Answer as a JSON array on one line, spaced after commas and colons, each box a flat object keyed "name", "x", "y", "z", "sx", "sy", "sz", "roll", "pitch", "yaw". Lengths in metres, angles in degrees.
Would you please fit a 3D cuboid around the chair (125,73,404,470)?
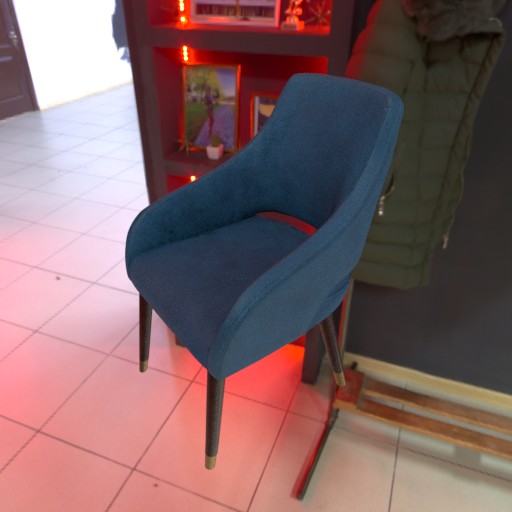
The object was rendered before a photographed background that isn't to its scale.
[{"name": "chair", "x": 0.000, "y": 0.000, "z": 1.542, "sx": 0.794, "sy": 1.081, "sz": 0.683, "roll": -21, "pitch": 38, "yaw": -30}]
